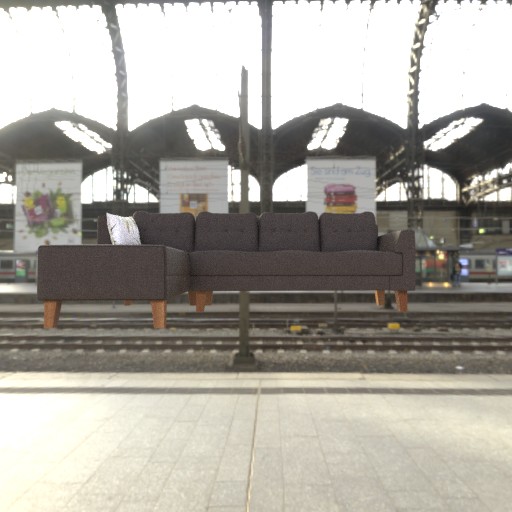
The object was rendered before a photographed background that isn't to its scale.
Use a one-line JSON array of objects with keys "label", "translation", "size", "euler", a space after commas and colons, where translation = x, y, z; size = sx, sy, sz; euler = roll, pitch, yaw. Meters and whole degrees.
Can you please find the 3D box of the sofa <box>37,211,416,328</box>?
[{"label": "sofa", "translation": [0.000, 0.000, 3.585], "size": [2.679, 0.932, 1.829], "euler": [0, -2, 0]}]
